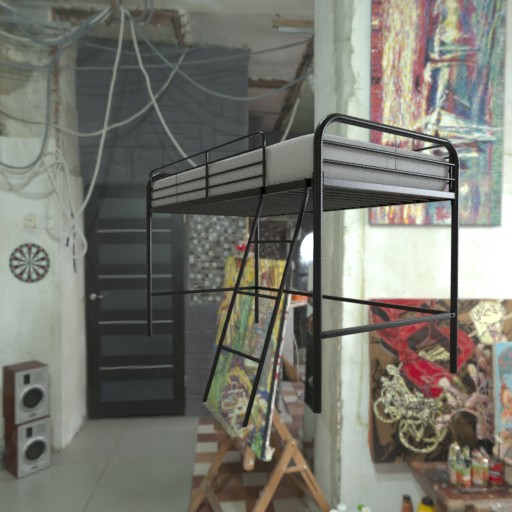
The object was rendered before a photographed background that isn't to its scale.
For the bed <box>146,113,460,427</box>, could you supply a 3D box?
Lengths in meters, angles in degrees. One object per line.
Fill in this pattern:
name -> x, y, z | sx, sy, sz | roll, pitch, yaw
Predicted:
bed -> 0.000, 0.000, 2.869 | 1.393, 1.289, 1.968 | -1, 2, -35
